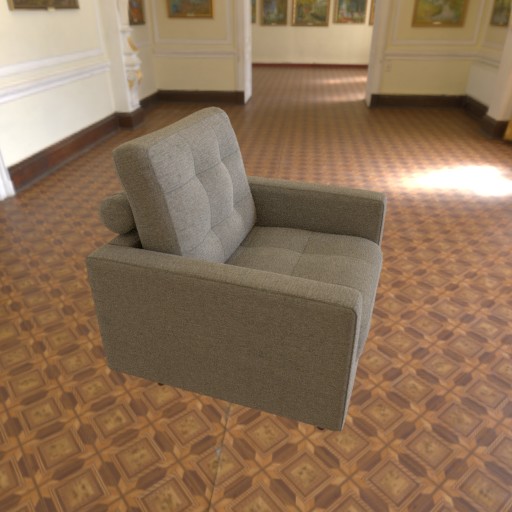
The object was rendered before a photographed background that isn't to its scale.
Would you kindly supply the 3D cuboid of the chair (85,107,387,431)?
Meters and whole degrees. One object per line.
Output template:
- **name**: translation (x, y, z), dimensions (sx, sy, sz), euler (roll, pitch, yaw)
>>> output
- **chair**: translation (0.000, 0.000, 1.552), dimensions (0.843, 0.880, 0.821), euler (10, 31, 17)
